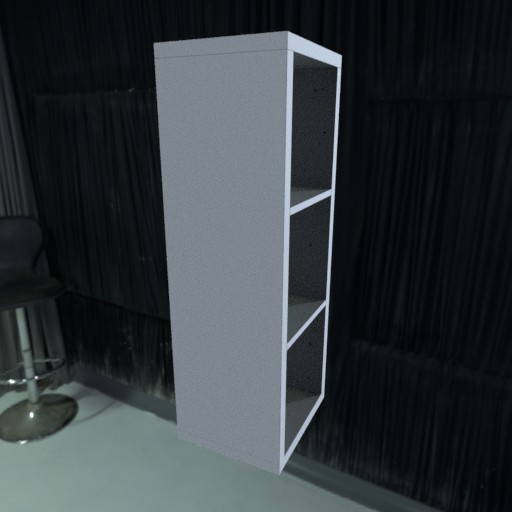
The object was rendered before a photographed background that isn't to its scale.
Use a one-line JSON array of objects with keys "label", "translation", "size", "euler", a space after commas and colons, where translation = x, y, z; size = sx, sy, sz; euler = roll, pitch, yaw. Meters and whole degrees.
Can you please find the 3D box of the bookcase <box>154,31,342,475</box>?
[{"label": "bookcase", "translation": [0.000, 0.000, 1.268], "size": [0.330, 1.080, 0.390], "euler": [8, 19, 25]}]
